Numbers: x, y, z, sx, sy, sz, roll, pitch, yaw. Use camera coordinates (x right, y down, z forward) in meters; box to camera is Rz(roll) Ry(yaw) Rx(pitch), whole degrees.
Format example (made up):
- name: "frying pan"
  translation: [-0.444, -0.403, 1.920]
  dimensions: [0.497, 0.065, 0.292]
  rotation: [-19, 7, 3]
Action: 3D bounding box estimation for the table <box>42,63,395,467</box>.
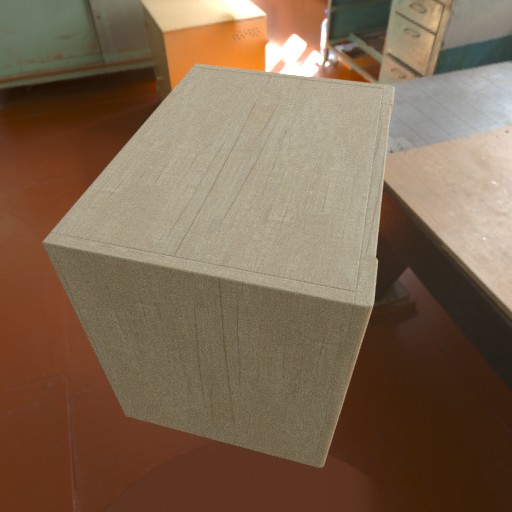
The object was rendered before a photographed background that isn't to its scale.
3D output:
- name: "table"
  translation: [0.000, 0.000, 0.905]
  dimensions: [0.420, 0.510, 0.570]
  rotation: [11, 47, 10]
